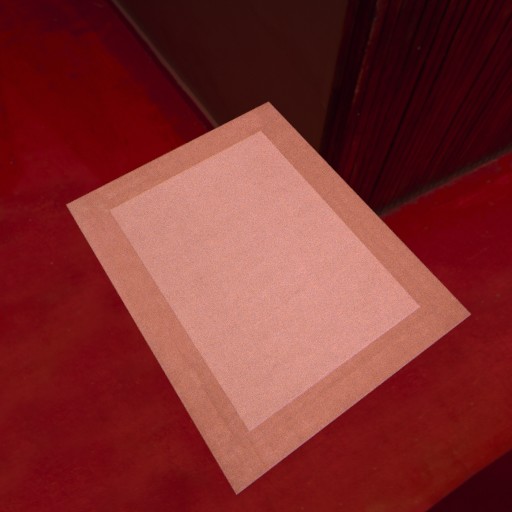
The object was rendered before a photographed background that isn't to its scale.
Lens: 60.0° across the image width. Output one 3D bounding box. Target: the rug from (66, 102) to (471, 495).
[{"bbox_3d":[0.000,0.000,4.104,2.438,0.014,3.048,-31,67,-15],"label":"rug"}]
